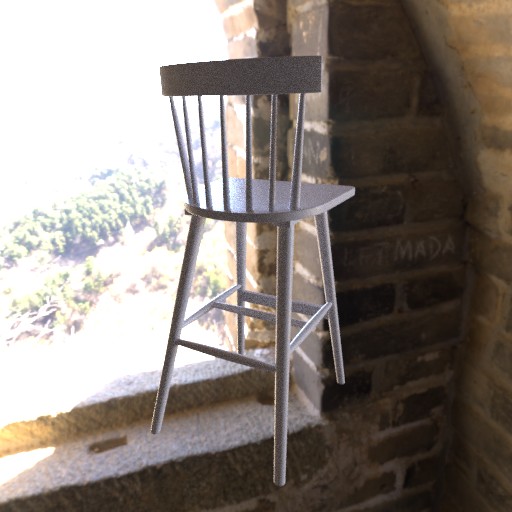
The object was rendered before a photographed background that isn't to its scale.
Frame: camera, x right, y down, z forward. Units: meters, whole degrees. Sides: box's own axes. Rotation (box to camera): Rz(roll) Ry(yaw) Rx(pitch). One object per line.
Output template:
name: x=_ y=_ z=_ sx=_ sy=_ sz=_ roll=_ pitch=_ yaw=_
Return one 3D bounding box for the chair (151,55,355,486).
chair: x=0.000 y=0.000 z=1.378 sx=0.483 sy=1.092 sz=0.572 roll=9 pitch=20 yaw=27
